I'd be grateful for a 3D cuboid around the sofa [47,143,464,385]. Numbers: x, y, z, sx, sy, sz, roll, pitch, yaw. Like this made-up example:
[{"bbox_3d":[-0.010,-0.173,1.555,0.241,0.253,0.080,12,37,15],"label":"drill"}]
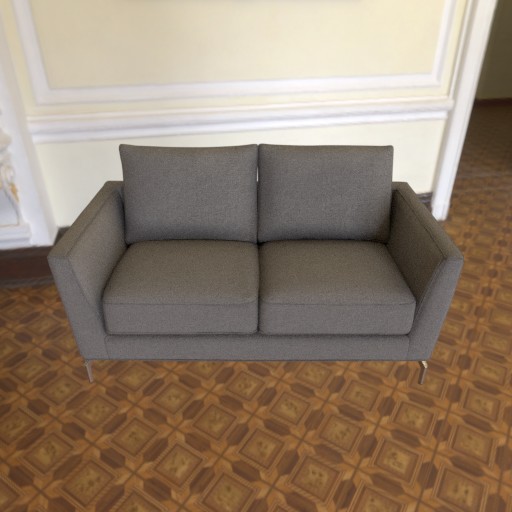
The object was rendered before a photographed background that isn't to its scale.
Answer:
[{"bbox_3d":[0.000,0.000,2.121,1.594,0.924,0.803,0,31,0],"label":"sofa"}]
